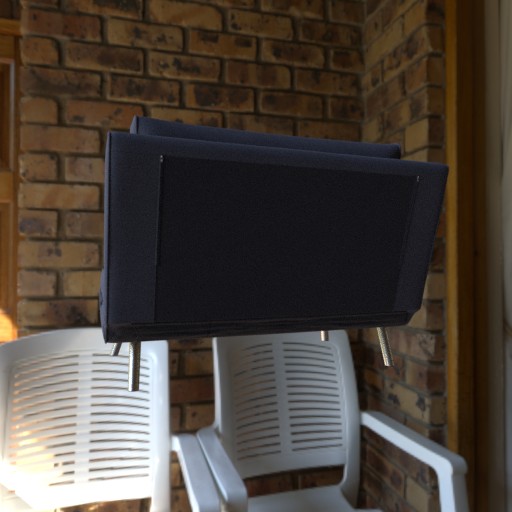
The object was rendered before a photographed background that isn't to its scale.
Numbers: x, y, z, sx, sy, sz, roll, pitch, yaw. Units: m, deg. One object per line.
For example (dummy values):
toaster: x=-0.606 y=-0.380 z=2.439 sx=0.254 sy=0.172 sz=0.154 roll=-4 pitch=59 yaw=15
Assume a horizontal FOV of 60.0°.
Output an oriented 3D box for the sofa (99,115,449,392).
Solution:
sofa: x=0.000 y=0.000 z=1.849 sx=1.220 sy=0.910 sz=0.910 roll=0 pitch=-1 yaw=-20
